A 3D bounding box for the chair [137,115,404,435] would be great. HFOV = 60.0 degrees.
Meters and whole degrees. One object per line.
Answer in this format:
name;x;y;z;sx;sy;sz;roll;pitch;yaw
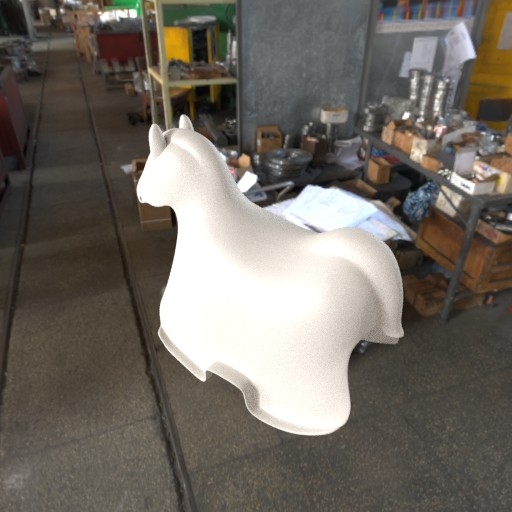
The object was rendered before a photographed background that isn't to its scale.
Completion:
chair;0.000;0.000;1.140;0.800;0.612;0.429;21;38;30
